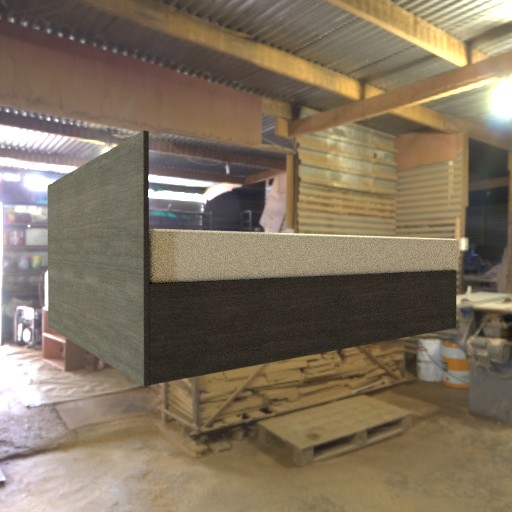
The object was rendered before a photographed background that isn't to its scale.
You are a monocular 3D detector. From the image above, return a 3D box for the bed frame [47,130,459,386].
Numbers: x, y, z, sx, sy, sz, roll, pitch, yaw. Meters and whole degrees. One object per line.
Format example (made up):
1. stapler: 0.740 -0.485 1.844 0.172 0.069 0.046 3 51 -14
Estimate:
1. bed frame: 0.000 0.000 2.510 1.900 0.800 1.400 0 1 -36
